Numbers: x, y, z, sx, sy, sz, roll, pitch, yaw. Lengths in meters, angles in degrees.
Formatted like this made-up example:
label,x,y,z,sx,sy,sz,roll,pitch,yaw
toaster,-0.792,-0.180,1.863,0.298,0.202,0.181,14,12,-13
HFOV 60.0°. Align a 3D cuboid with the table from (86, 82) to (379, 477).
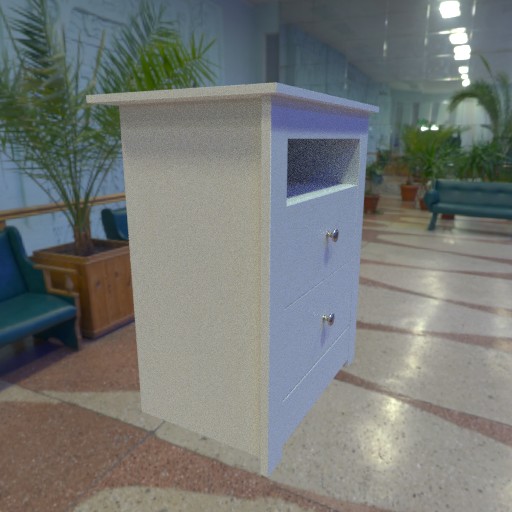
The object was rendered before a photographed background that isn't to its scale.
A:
label,x,y,z,sx,sy,sz,roll,pitch,yaw
table,0.000,0.000,1.081,0.406,0.711,0.589,8,17,28
